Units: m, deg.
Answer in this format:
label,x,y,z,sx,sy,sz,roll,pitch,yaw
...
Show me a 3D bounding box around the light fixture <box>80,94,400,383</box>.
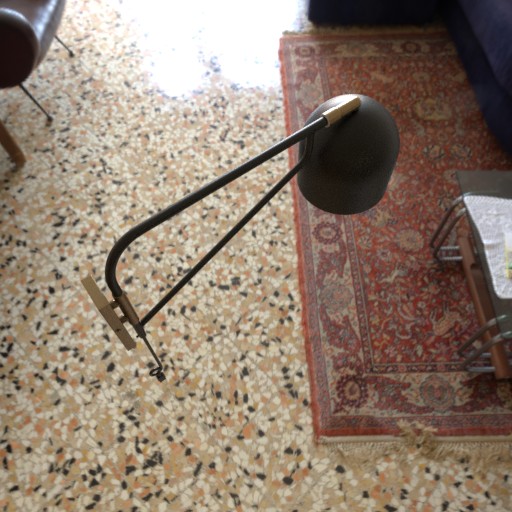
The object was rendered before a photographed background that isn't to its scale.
label,x,y,z,sx,sy,sz,roll,pitch,yaw
light fixture,0.000,0.000,1.069,0.720,0.696,0.215,-32,64,-18
